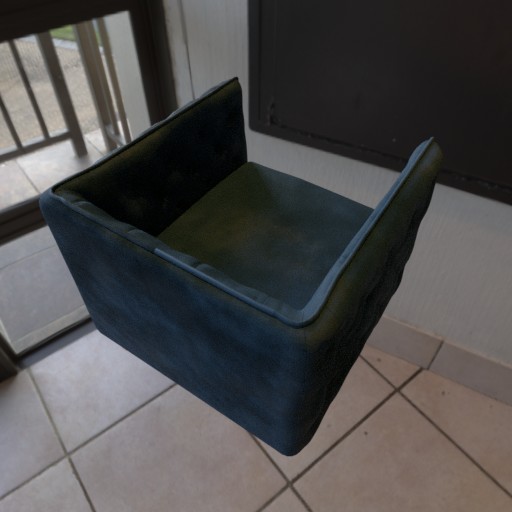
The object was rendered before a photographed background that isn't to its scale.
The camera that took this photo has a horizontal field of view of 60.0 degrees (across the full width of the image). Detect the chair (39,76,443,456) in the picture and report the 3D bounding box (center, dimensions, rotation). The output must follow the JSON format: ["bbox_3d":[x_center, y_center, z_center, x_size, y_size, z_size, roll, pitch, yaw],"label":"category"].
[{"bbox_3d":[0.000,0.000,1.508,0.868,0.771,0.877,26,52,22],"label":"chair"}]
